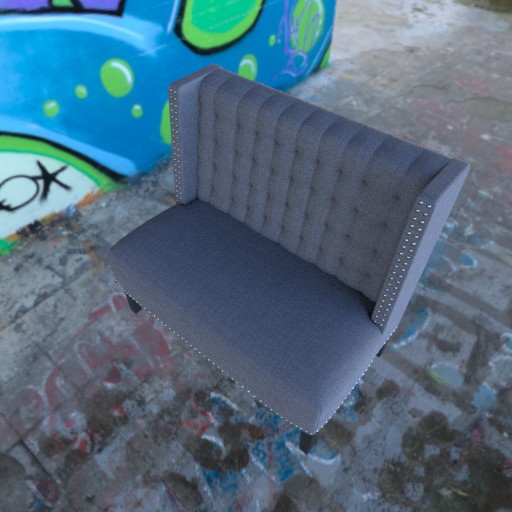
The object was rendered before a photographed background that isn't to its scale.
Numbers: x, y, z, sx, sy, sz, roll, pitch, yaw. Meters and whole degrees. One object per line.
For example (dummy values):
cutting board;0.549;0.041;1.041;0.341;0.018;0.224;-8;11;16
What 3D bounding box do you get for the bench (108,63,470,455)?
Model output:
bench;0.000;0.000;1.998;1.276;1.121;0.842;32;54;26
